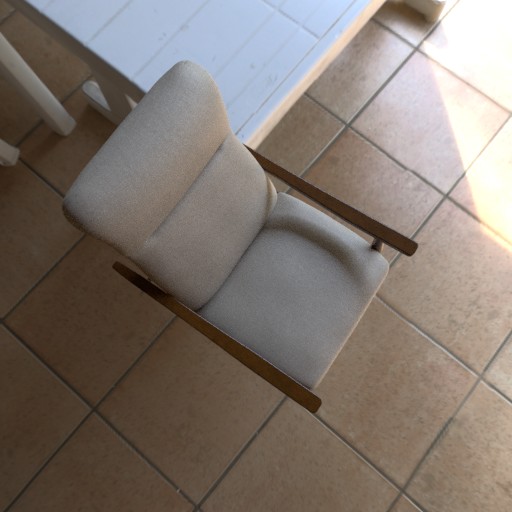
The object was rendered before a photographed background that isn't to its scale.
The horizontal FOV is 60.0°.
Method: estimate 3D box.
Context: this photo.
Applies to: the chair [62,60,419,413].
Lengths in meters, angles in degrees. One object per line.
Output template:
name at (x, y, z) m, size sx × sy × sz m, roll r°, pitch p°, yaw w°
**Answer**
chair at (0.000, 0.000, 1.801) m, size 1.030 × 1.082 × 0.762 m, roll 34°, pitch 79°, yaw 8°
